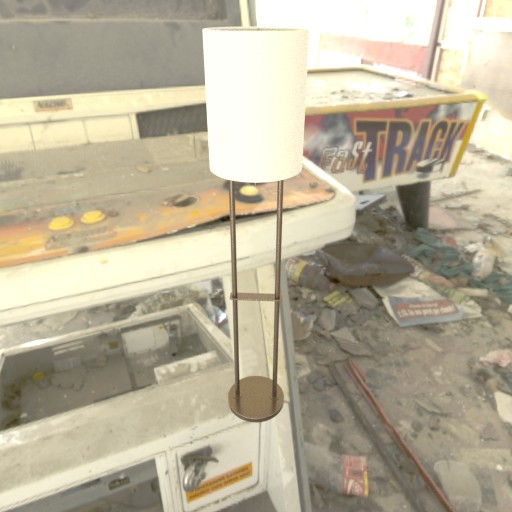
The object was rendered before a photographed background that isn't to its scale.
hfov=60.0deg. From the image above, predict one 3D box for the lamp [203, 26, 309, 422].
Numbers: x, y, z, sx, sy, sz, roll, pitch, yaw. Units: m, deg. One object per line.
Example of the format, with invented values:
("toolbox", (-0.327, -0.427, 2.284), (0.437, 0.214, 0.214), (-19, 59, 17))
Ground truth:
("lamp", (0.000, 0.000, 1.642), (0.306, 1.500, 0.305), (2, 29, 3))
